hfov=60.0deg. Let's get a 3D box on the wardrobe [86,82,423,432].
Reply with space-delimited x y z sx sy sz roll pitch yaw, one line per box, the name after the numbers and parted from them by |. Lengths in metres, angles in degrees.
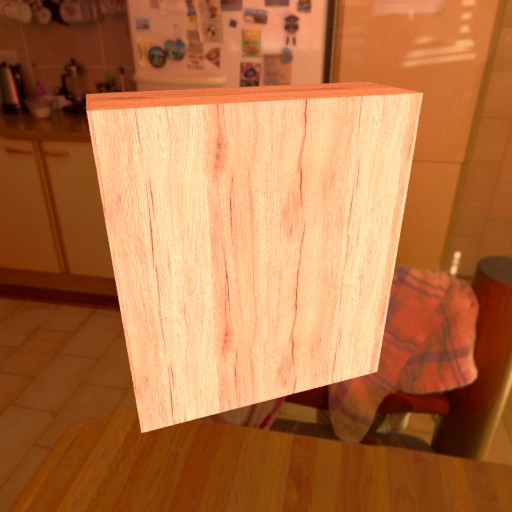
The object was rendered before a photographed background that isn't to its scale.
0.000 0.000 2.977 1.810 2.070 0.580 -9 29 -17 | wardrobe
